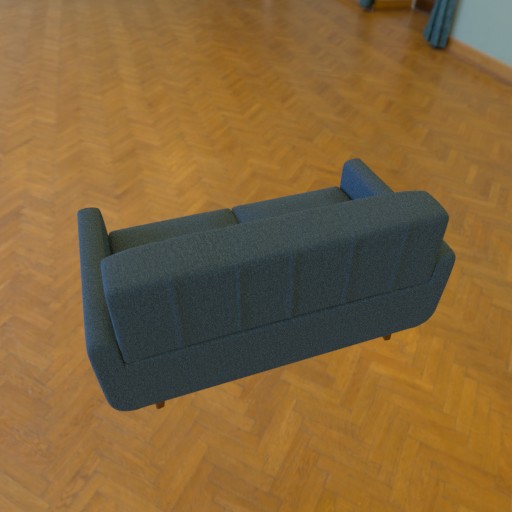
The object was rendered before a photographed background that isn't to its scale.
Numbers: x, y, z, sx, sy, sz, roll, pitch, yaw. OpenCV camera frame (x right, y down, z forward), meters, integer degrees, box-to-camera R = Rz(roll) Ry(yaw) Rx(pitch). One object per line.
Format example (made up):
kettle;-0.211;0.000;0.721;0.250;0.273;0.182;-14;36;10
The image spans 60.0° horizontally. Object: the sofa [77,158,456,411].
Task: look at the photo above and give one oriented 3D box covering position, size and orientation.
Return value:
sofa;0.000;0.000;2.258;1.651;0.896;0.942;-13;44;-14
